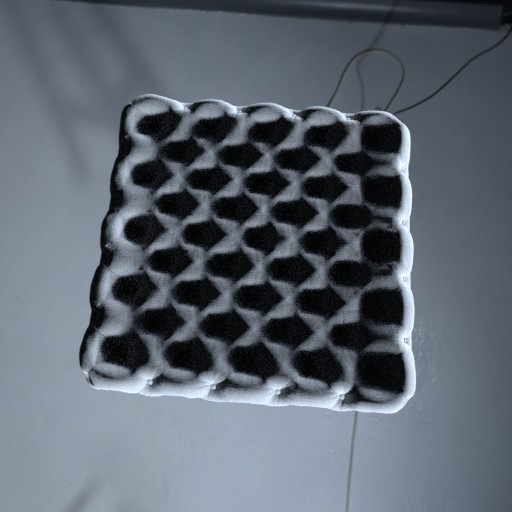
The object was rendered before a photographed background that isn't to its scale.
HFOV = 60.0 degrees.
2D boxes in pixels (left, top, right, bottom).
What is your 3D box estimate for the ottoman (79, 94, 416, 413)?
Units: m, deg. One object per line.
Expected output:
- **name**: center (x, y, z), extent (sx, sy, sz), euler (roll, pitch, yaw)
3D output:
- **ottoman**: center (0.000, 0.000, 1.199), extent (0.764, 0.365, 0.758), euler (4, 75, 1)
